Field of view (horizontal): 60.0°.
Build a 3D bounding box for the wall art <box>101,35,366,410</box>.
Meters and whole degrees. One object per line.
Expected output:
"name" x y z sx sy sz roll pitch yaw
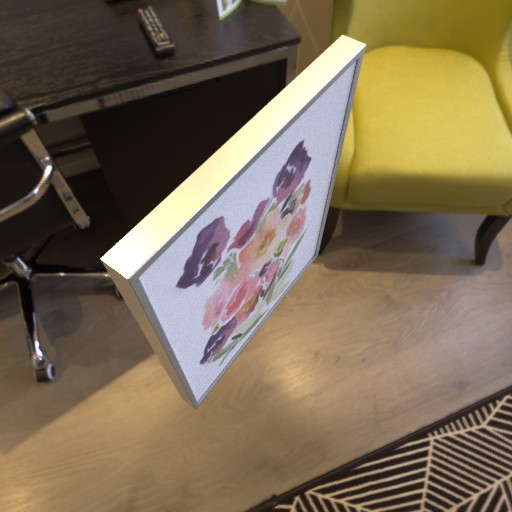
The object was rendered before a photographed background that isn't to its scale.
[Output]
"wall art" 0.000 0.000 0.750 0.038 0.549 0.452 32 64 18
